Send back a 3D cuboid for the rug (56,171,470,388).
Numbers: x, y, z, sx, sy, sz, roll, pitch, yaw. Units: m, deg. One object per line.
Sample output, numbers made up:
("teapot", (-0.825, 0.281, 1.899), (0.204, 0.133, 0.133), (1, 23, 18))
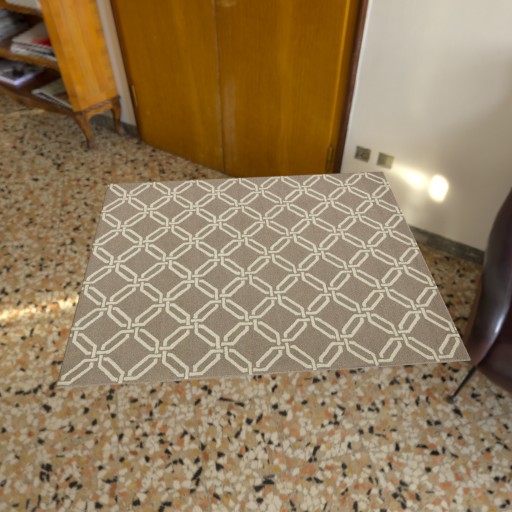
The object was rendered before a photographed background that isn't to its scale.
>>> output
("rug", (0.000, 0.000, 3.870), (2.895, 0.018, 2.288), (-3, 46, -3))
